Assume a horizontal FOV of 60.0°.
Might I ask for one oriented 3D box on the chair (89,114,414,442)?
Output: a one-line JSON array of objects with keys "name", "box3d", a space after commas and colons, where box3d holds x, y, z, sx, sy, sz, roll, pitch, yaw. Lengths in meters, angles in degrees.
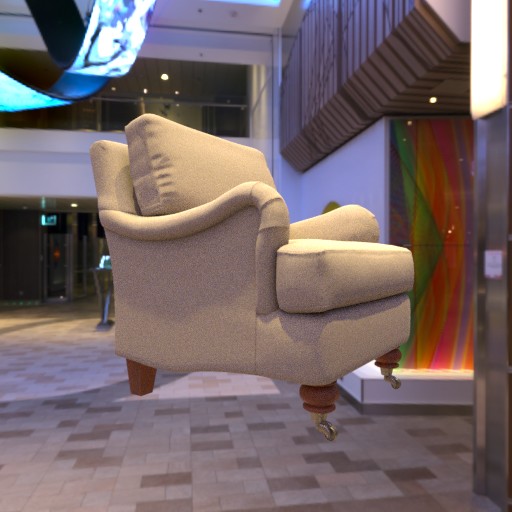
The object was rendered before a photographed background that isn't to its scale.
[{"name": "chair", "box3d": [0.000, 0.000, 1.814, 1.078, 1.076, 0.895, 0, 0, 35]}]
